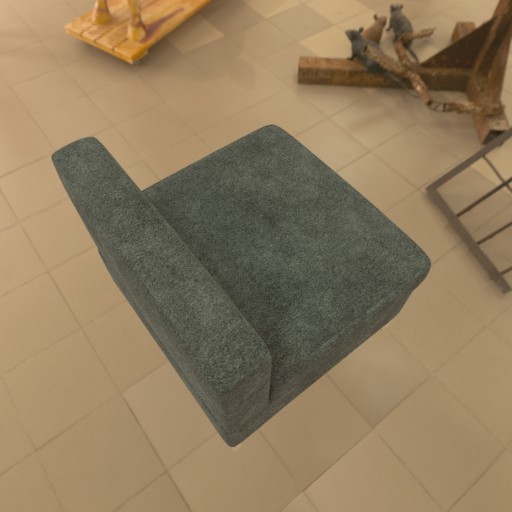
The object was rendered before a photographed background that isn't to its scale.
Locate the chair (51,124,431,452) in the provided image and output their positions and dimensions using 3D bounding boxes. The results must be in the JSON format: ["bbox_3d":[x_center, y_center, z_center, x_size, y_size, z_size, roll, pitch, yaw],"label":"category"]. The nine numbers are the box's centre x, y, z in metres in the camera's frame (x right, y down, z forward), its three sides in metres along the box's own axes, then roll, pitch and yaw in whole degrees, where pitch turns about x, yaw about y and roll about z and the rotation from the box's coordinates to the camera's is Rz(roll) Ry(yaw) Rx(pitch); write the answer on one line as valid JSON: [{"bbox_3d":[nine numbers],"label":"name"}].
[{"bbox_3d":[0.000,0.000,1.216,0.680,0.660,0.680,-33,63,-19],"label":"chair"}]
